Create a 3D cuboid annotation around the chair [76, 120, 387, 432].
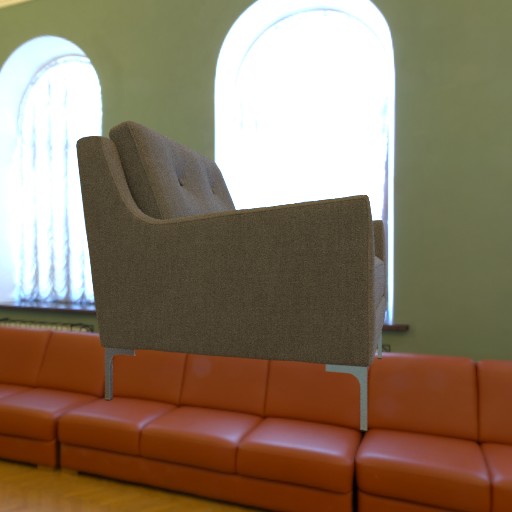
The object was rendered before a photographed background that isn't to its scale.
[{"bbox_3d":[0.000,0.000,1.544,0.849,0.828,0.847,0,0,18],"label":"chair"}]
